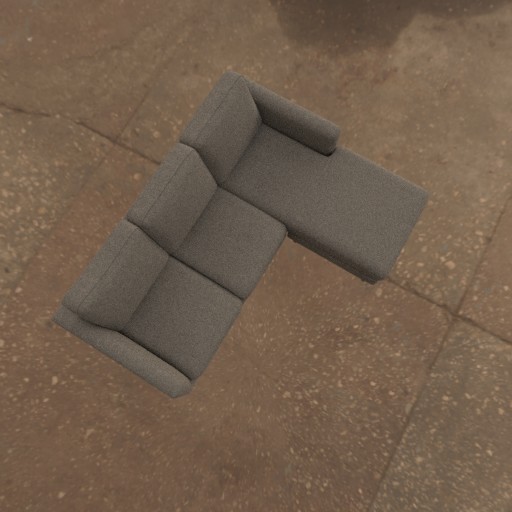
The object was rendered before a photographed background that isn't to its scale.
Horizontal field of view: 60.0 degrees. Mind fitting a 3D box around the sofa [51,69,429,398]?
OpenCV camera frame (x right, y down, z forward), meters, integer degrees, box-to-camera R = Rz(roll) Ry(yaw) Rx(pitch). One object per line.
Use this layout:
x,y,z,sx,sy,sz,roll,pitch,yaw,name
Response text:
0.000,0.000,2.994,1.667,0.957,2.055,30,78,7,sofa
